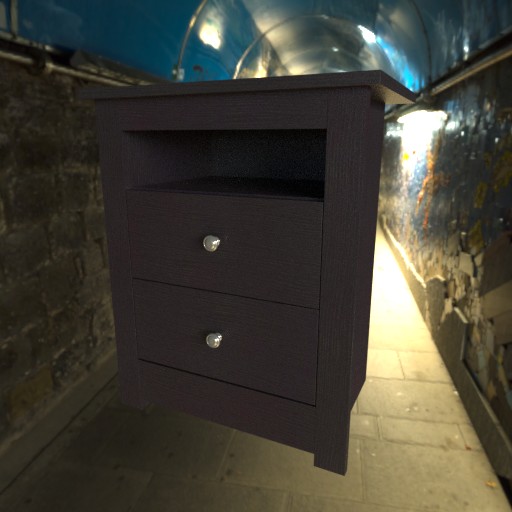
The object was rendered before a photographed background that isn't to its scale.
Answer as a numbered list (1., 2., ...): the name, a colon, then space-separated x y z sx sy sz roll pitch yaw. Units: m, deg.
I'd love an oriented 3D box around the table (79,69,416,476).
1. table: 0.000 0.000 1.018 0.589 0.711 0.408 7 16 25
